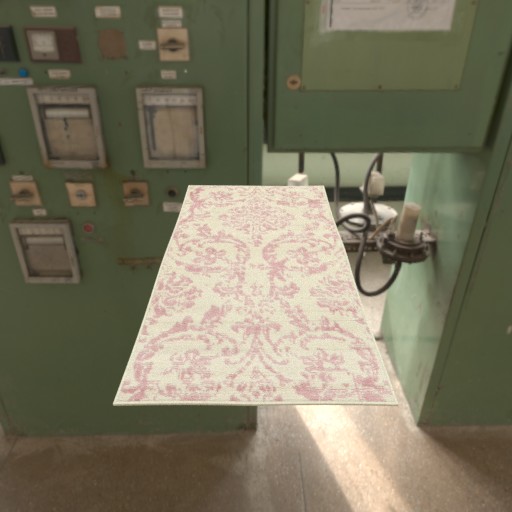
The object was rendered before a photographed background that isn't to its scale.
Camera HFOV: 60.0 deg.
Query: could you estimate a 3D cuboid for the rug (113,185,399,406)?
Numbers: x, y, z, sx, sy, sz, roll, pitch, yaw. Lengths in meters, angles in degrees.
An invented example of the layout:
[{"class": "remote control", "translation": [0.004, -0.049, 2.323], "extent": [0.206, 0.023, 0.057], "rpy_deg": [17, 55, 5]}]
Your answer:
[{"class": "rug", "translation": [0.000, 0.000, 1.455], "extent": [0.604, 0.007, 1.219], "rpy_deg": [0, 31, 0]}]
